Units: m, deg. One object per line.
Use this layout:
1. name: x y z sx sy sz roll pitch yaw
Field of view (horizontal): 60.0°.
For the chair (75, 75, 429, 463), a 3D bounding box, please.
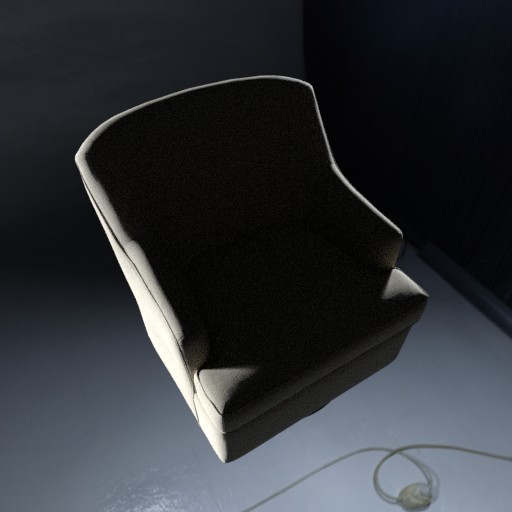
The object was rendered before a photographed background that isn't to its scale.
1. chair: 0.000 0.000 1.535 0.864 0.856 0.923 -24 51 -21
